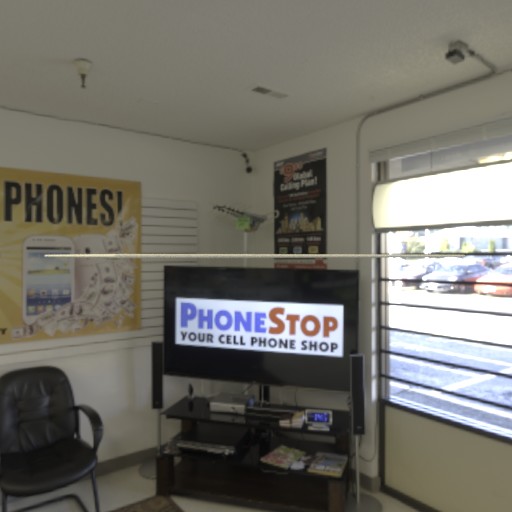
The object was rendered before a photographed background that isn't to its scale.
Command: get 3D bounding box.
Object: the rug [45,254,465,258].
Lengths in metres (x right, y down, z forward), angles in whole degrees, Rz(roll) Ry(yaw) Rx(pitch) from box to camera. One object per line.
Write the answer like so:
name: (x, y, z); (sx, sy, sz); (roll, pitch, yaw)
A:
rug: (0.000, 0.000, 2.308); (1.829, 0.013, 1.219); (0, 0, -34)
